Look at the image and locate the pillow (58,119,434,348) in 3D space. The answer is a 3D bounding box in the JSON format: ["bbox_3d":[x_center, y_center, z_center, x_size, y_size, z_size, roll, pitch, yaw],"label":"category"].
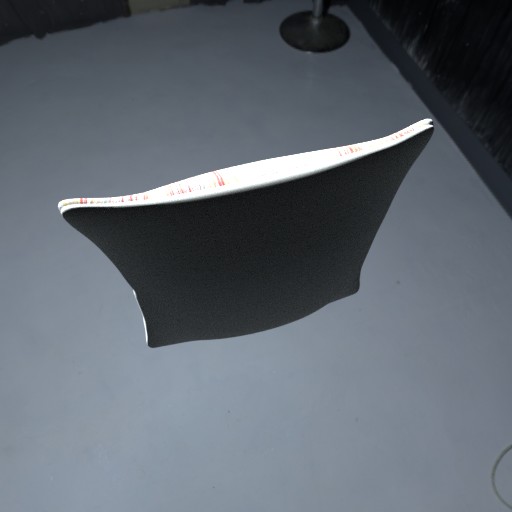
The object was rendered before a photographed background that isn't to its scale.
[{"bbox_3d":[0.000,0.000,0.700,0.451,0.449,0.191,-14,60,-8],"label":"pillow"}]
